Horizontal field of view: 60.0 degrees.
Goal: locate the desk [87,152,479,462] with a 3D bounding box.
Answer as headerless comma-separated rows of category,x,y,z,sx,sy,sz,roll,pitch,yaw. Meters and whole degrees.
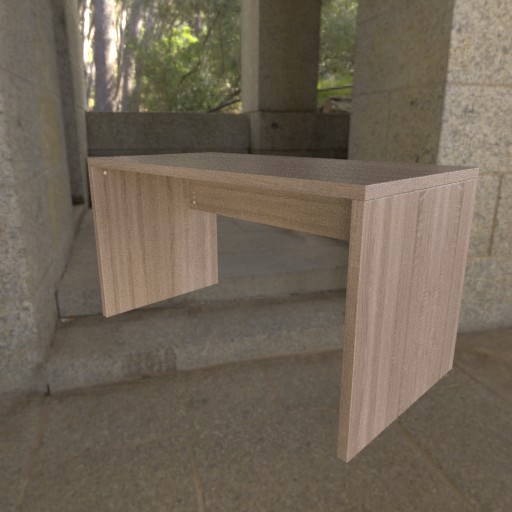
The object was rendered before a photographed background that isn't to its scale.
desk,0.000,0.000,1.788,0.690,0.745,1.380,-15,22,-43
